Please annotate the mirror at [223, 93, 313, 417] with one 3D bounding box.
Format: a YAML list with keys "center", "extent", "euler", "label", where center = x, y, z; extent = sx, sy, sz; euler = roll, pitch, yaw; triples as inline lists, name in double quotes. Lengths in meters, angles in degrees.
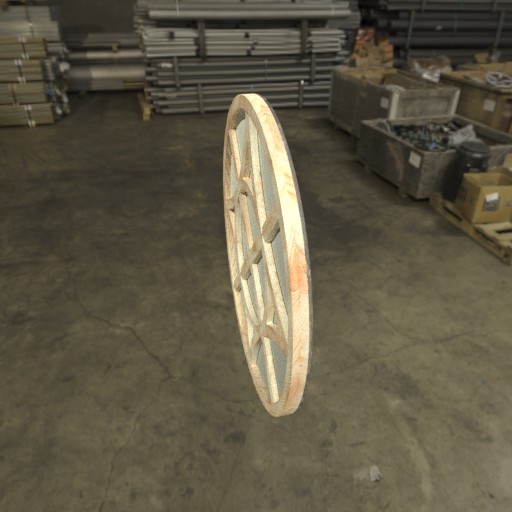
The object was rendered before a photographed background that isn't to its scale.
- center: [0.000, 0.000, 1.035]
  extent: [0.038, 0.710, 0.710]
  euler: [-7, 31, -11]
  label: "mirror"
